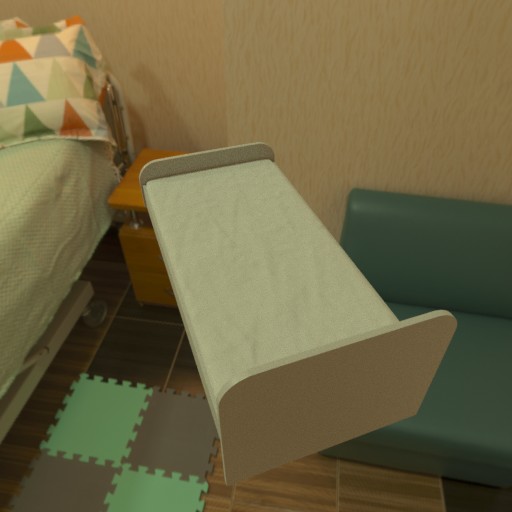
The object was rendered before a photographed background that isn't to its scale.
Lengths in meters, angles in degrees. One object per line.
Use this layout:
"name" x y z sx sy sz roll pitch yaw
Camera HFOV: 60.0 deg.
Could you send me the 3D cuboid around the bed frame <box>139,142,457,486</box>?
"bed frame" 0.000 0.000 2.525 0.998 0.805 1.963 -14 43 -15
